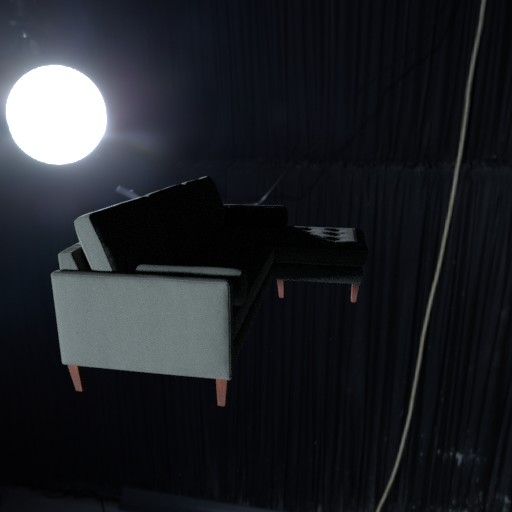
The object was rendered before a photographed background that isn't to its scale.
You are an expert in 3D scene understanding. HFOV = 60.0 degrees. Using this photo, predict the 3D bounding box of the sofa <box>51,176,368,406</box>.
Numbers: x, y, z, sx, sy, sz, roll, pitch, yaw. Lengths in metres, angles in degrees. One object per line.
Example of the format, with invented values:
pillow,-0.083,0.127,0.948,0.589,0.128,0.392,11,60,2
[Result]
sofa,0.000,0.000,2.928,1.506,0.876,2.178,3,15,10
